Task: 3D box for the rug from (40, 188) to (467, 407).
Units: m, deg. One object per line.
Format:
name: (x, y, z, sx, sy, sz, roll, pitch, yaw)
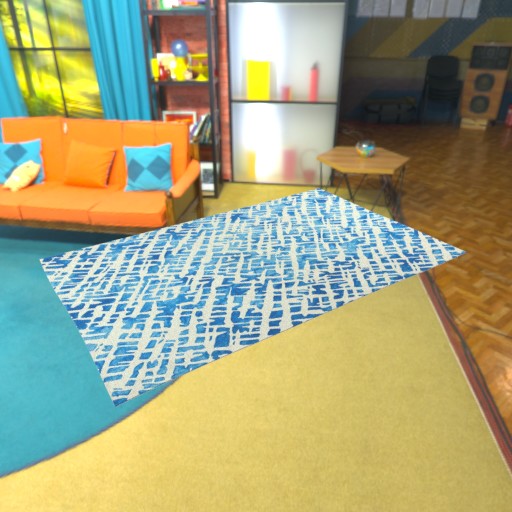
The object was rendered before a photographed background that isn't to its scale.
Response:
rug: (0.000, 0.000, 2.982, 2.447, 0.011, 1.520, -18, 33, -29)
